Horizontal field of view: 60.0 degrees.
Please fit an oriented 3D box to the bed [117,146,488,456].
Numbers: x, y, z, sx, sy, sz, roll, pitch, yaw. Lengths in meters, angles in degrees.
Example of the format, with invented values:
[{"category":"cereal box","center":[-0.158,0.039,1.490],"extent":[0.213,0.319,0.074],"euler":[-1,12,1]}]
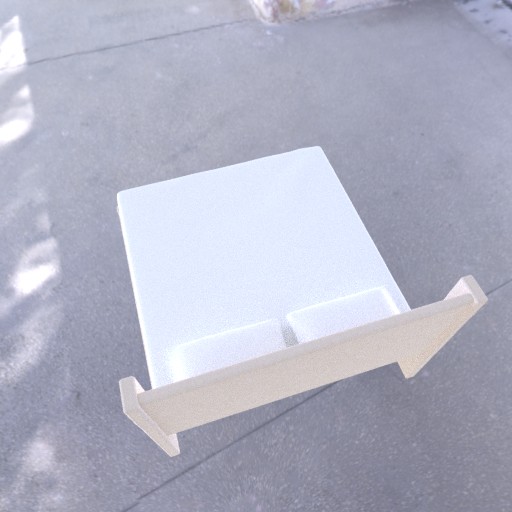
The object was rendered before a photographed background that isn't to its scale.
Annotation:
[{"category":"bed","center":[0.000,0.000,3.624],"extent":[2.145,1.471,2.293],"euler":[-15,59,-9]}]
